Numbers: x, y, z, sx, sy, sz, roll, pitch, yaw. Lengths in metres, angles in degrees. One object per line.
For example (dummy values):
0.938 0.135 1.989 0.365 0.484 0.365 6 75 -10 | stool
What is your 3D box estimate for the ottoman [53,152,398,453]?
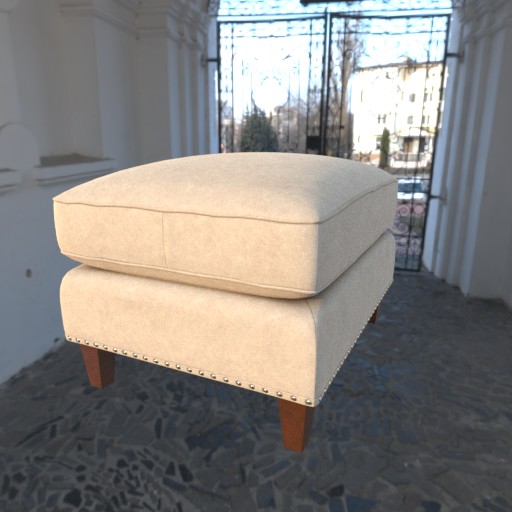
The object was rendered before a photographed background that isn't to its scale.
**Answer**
0.000 0.000 1.128 0.584 0.513 0.741 7 17 25 | ottoman
